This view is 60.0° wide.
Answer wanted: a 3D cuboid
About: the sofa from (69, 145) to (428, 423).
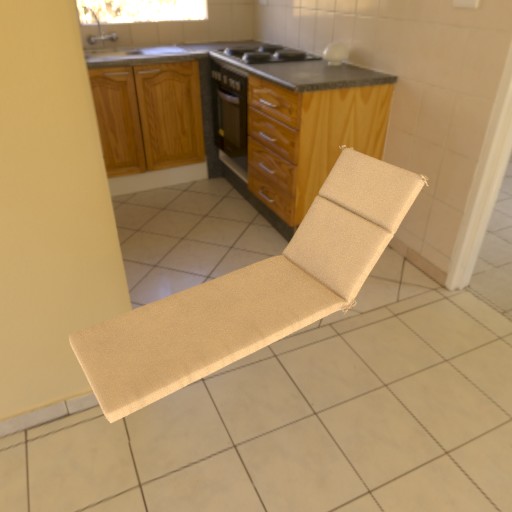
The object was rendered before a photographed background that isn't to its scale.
[{"bbox_3d":[0.000,0.000,2.035,1.663,0.622,0.582,-20,38,-29],"label":"sofa"}]
